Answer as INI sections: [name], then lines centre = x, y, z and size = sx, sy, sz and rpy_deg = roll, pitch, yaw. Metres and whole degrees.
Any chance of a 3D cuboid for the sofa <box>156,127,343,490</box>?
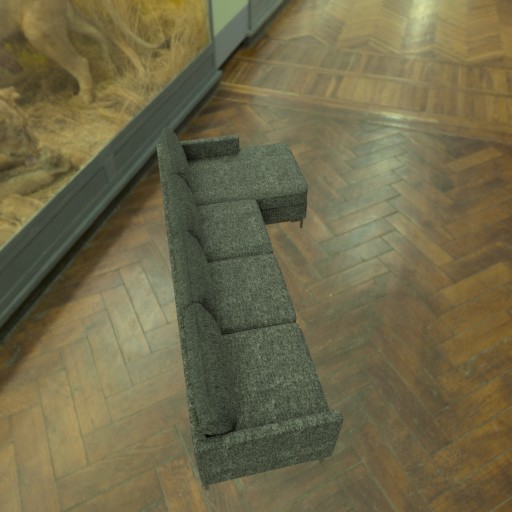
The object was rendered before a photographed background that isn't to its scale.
[sofa]
centre = 0.000, 0.000, 3.980
size = 1.488, 0.970, 3.384
rpy_deg = -9, 47, -9
